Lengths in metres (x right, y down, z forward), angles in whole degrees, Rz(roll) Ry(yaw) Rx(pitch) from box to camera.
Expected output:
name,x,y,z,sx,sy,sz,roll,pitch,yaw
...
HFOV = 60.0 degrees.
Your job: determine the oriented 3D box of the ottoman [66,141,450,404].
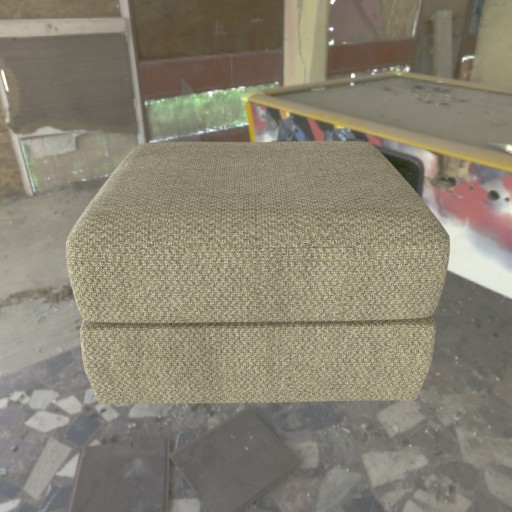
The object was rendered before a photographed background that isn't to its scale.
name,x,y,z,sx,sy,sz,roll,pitch,yaw
ottoman,0.000,0.000,1.126,0.751,0.476,0.603,-1,30,-1
